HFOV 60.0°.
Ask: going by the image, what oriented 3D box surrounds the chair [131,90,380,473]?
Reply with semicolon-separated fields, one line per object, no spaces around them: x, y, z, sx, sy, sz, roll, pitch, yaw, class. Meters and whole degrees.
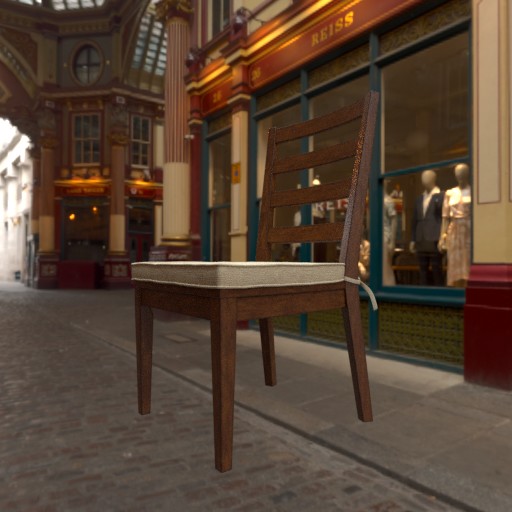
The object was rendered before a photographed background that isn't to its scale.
0.000;0.000;1.357;0.595;0.979;0.593;0;0;-37;chair
